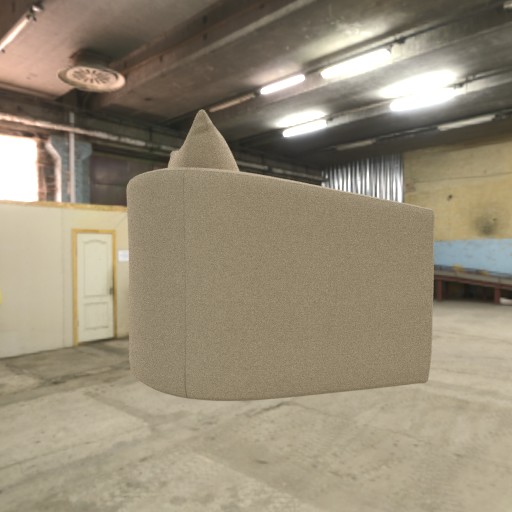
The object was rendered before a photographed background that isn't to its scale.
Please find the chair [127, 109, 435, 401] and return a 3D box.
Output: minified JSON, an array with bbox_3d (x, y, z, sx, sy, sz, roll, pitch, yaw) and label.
[{"bbox_3d":[0.000,0.000,1.623,0.910,0.848,0.845,0,0,-18],"label":"chair"}]
